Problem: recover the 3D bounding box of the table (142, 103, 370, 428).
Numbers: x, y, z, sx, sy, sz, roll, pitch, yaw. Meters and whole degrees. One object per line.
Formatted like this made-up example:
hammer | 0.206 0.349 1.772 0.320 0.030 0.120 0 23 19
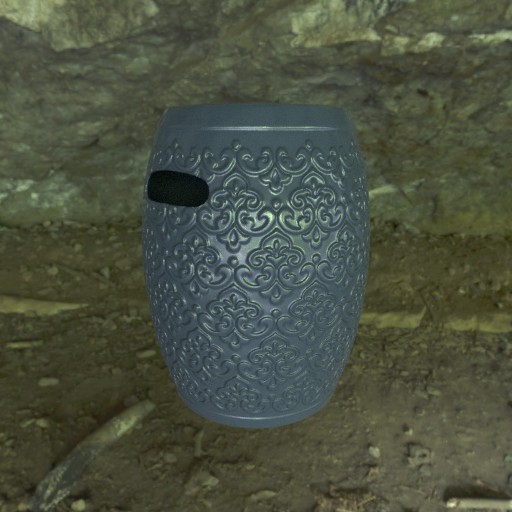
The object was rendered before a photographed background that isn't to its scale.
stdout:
table | 0.000 0.000 0.624 0.309 0.397 0.309 0 16 0
